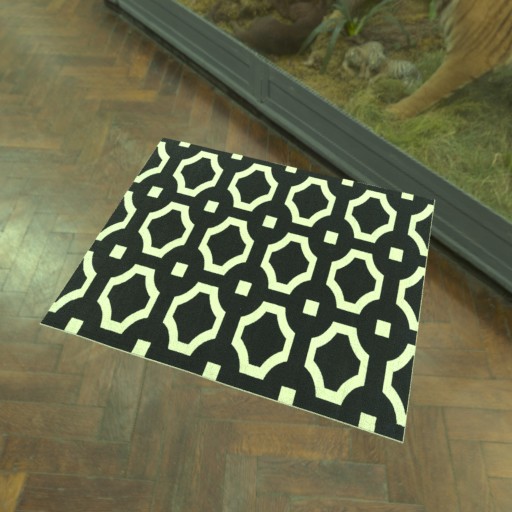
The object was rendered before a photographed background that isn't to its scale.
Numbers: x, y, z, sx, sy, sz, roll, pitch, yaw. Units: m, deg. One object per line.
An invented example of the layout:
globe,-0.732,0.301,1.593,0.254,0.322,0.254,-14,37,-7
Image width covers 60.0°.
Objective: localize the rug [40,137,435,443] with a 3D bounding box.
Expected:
rug,0.000,0.000,4.140,3.049,0.021,2.466,15,57,10
